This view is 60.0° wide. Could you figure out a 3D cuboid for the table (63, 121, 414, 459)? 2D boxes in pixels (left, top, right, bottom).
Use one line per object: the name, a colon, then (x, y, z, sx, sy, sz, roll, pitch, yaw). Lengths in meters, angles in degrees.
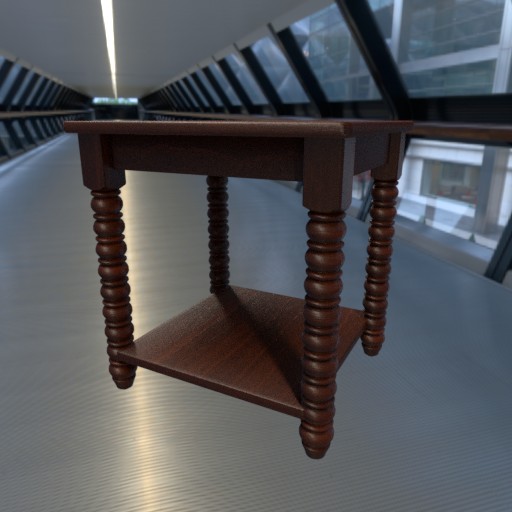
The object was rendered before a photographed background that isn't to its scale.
table: (0.000, 0.000, 0.973, 0.533, 0.567, 0.500, 9, 19, 27)
